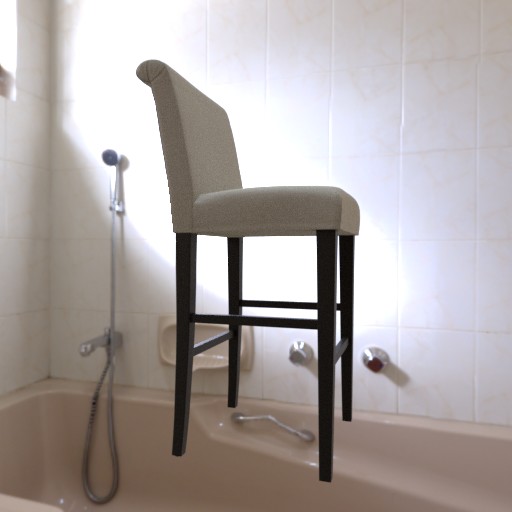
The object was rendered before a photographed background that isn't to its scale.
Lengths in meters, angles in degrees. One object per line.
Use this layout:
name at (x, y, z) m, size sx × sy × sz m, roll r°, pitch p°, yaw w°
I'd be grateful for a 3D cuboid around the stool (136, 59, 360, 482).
stool at (0.000, 0.000, 1.390) m, size 0.597 × 1.124 × 0.452 m, roll 0°, pitch 0°, yaw 19°
